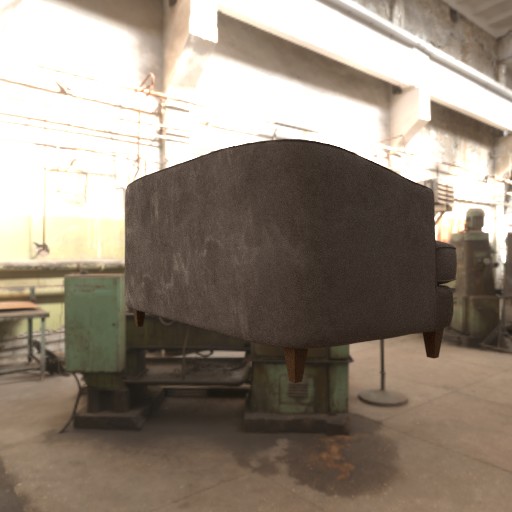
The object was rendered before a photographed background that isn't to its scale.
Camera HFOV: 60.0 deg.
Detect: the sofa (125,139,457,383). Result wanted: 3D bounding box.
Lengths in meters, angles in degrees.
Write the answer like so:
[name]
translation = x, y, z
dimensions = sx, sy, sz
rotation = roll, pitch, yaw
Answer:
[sofa]
translation = 0.000, 0.000, 2.311
dimensions = 0.941, 0.855, 1.733
rotation = 0, 1, -36
